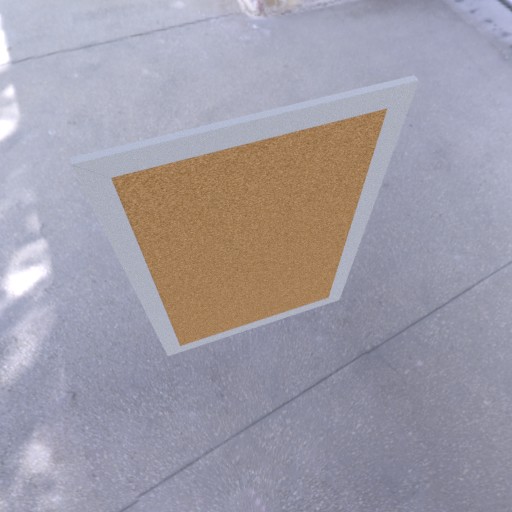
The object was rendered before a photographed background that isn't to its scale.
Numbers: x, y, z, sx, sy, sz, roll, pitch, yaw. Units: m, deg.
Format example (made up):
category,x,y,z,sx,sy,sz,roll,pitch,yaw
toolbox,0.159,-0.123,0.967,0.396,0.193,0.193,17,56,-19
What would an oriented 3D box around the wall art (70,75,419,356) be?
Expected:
category,x,y,z,sx,sy,sz,roll,pitch,yaw
wall art,0.000,0.000,0.830,0.454,0.659,0.011,-17,60,-10
